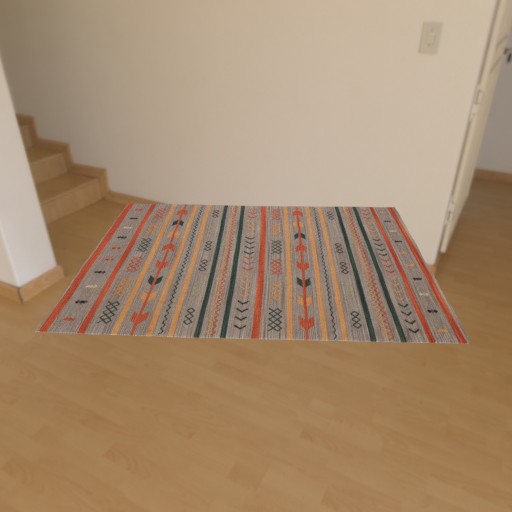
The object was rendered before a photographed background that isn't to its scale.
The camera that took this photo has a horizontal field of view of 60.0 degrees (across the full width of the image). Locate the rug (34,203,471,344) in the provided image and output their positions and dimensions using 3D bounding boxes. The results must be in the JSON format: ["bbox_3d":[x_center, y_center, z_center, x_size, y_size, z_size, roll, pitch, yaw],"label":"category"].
[{"bbox_3d":[0.000,0.000,4.031,3.029,0.022,2.263,1,30,2],"label":"rug"}]
